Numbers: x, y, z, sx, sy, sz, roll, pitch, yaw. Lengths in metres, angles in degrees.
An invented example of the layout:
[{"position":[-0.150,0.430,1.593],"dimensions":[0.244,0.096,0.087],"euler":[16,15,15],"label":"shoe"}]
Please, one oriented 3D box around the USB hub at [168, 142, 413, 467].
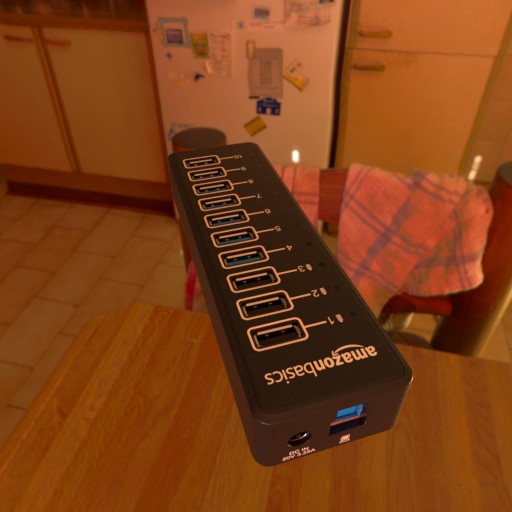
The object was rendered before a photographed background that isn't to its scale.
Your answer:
[{"position":[0.000,0.000,0.169],"dimensions":[0.044,0.023,0.145],"euler":[-11,42,-13],"label":"USB hub"}]
